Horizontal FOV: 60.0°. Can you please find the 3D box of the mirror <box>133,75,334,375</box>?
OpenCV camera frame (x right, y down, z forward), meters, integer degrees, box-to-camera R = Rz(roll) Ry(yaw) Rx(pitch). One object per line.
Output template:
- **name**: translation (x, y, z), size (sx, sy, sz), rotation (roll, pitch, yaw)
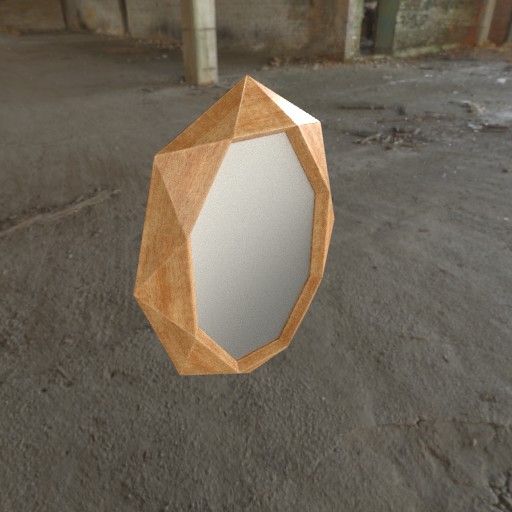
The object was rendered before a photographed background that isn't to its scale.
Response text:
- **mirror**: translation (0.000, 0.000, 1.022), size (0.577, 0.774, 0.070), rotation (-21, 36, -32)
